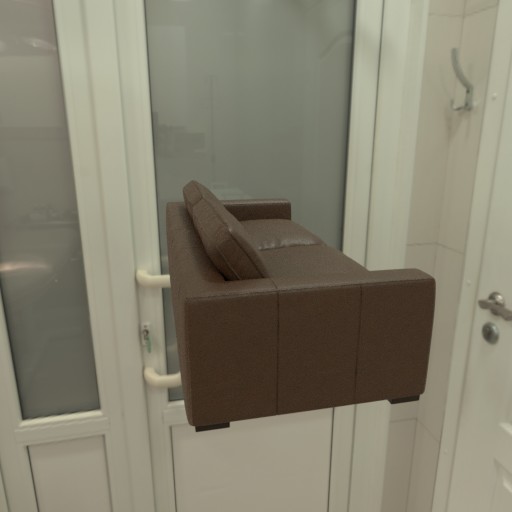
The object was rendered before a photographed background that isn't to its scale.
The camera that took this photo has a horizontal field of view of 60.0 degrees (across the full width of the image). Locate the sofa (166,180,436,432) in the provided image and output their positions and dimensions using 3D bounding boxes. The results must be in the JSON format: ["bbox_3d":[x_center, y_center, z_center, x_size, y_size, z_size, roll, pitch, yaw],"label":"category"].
[{"bbox_3d":[0.000,0.000,2.804,1.070,0.801,2.262,-4,16,-12],"label":"sofa"}]
